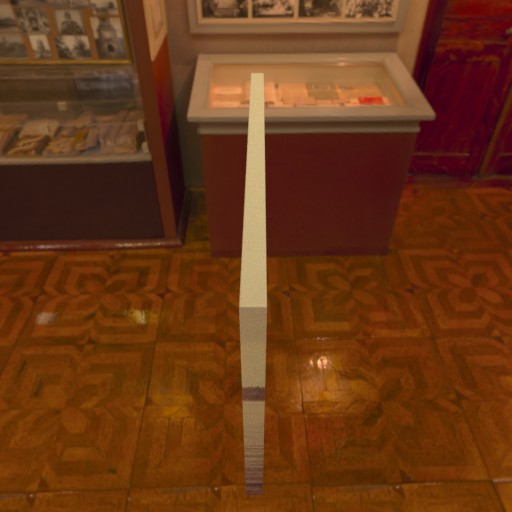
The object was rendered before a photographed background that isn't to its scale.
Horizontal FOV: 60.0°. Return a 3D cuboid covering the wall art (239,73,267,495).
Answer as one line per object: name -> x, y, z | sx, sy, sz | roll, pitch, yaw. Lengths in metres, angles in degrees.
wall art -> 0.000, 0.000, 1.129 | 0.037, 0.609, 0.916 | 0, 41, 0
